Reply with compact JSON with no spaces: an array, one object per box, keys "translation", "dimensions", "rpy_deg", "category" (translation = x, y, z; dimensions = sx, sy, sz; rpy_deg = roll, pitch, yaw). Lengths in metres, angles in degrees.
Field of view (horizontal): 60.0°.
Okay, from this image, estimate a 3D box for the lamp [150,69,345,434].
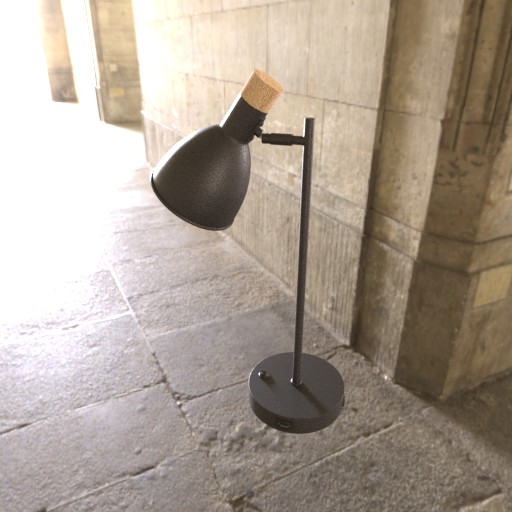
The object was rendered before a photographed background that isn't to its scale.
[{"translation":[0.000,0.000,0.621],"dimensions":[0.287,0.483,0.152],"rpy_deg":[8,27,16],"category":"lamp"}]
